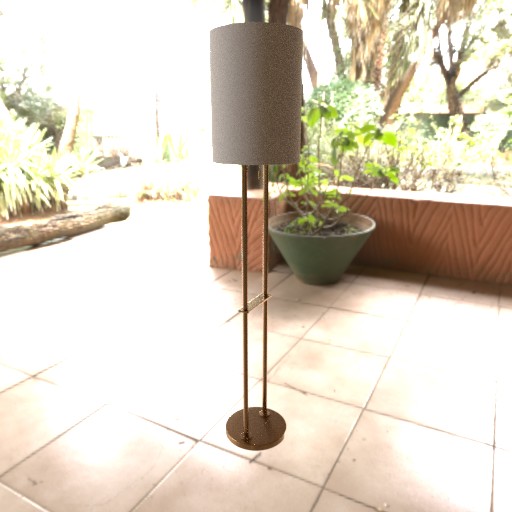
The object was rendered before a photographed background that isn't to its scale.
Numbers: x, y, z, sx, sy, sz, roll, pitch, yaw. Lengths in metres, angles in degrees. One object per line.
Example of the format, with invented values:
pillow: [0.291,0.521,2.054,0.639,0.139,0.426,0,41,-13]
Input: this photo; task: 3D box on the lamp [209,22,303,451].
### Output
lamp: [0.000,0.000,1.638,0.305,1.500,0.306,8,17,26]
